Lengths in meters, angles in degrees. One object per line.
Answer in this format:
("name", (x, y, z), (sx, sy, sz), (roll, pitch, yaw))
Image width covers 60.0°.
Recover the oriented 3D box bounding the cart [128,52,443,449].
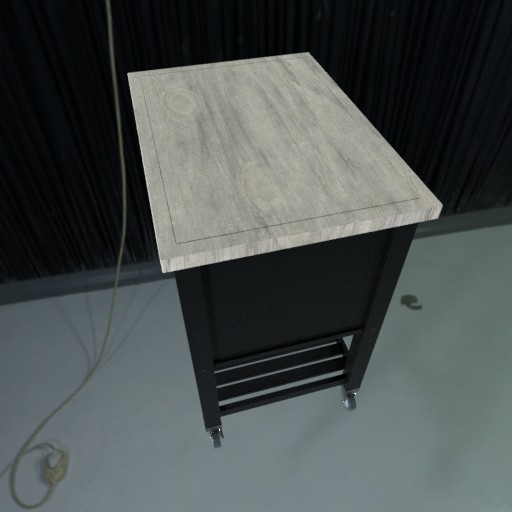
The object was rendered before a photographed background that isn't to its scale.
("cart", (0.000, 0.000, 1.430), (0.567, 0.920, 0.797), (-11, 47, -11))
